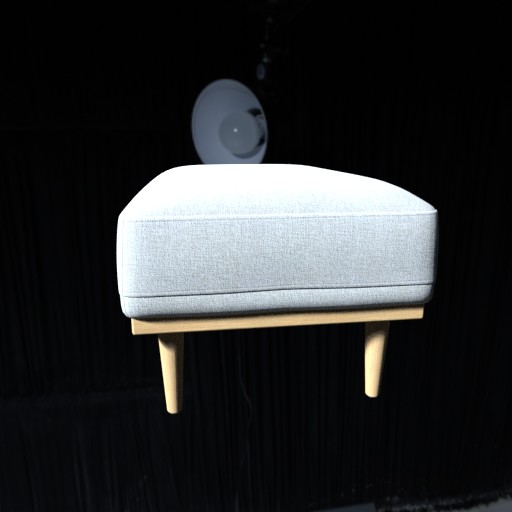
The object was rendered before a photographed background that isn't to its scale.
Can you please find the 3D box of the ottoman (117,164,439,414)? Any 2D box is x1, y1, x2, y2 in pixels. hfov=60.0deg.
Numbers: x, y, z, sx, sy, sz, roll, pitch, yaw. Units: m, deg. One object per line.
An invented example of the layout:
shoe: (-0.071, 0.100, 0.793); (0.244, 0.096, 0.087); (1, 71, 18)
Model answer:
ottoman: (0.000, 0.000, 1.089); (0.549, 0.428, 0.749); (-2, 14, -8)
